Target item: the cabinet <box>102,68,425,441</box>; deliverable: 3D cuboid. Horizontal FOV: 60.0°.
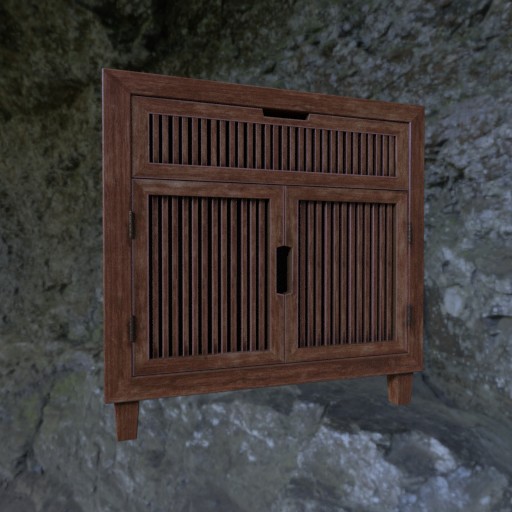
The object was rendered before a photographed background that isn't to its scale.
[{"bbox_3d":[0.000,0.000,1.231,0.796,0.785,0.412,0,1,-18],"label":"cabinet"}]
